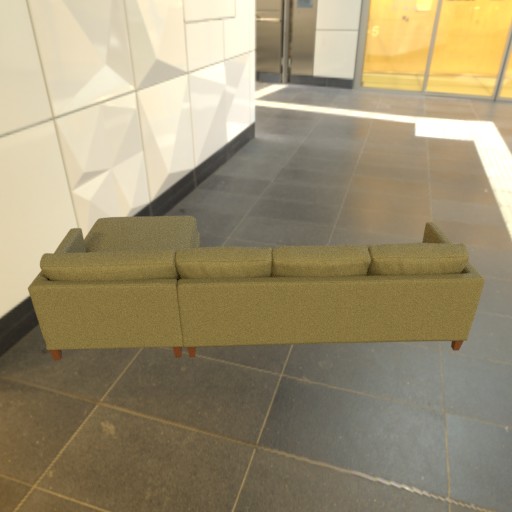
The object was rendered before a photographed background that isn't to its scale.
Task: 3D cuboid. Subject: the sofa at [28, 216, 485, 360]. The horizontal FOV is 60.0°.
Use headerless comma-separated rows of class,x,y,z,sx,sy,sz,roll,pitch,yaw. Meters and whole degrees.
sofa,0.000,0.000,3.872,3.186,0.861,1.625,-1,30,-2
